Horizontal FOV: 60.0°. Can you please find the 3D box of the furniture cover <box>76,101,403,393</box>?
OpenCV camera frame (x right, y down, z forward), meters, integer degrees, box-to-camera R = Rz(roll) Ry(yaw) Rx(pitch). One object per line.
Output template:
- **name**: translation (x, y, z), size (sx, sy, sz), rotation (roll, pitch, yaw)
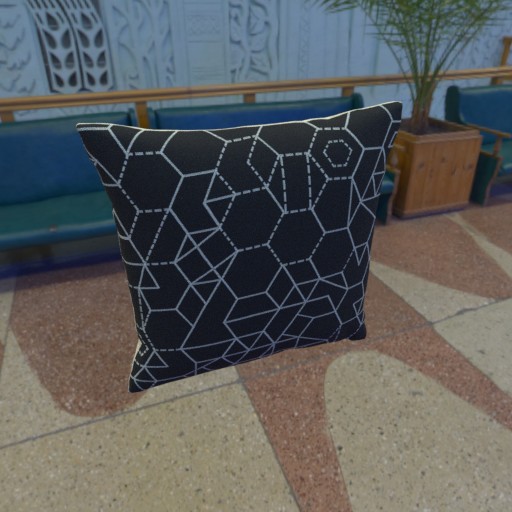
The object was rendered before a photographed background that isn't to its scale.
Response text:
- **furniture cover**: translation (0.000, 0.000, 0.796), size (0.517, 0.508, 0.158), rotation (-10, 31, -16)
